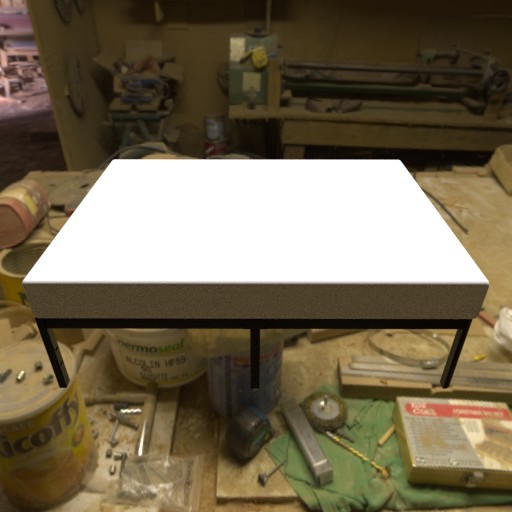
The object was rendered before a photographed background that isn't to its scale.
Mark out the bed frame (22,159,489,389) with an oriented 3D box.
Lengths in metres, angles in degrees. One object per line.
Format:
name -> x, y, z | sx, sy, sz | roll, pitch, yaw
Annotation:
bed frame -> 0.000, 0.000, 2.595 | 1.956, 0.659, 1.408 | 0, 33, 0
